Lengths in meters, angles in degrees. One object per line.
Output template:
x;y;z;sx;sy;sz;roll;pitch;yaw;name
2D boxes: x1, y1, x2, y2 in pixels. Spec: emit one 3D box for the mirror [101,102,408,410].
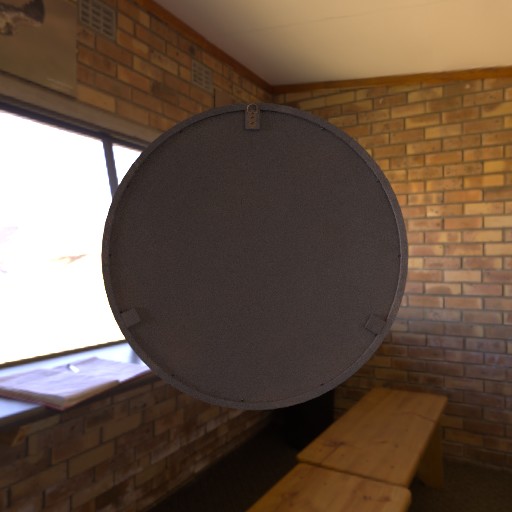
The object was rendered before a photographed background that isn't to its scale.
0.000;0.000;1.039;0.710;0.710;0.038;0;-1;-2;mirror
